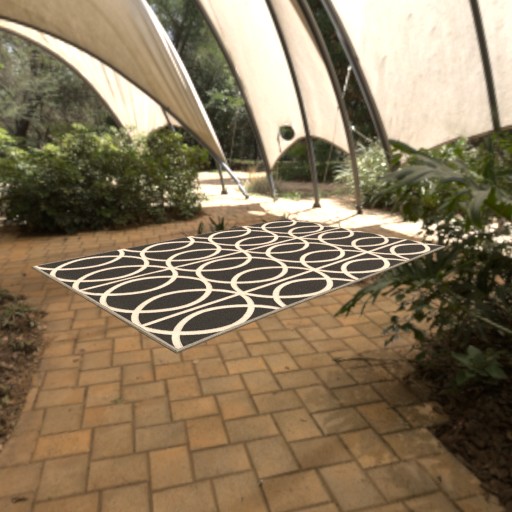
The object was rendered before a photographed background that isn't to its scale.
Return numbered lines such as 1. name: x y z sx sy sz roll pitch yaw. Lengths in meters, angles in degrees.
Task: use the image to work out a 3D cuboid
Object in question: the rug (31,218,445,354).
1. rug: 0.000 0.000 2.907 2.294 0.014 1.528 -14 21 -42
